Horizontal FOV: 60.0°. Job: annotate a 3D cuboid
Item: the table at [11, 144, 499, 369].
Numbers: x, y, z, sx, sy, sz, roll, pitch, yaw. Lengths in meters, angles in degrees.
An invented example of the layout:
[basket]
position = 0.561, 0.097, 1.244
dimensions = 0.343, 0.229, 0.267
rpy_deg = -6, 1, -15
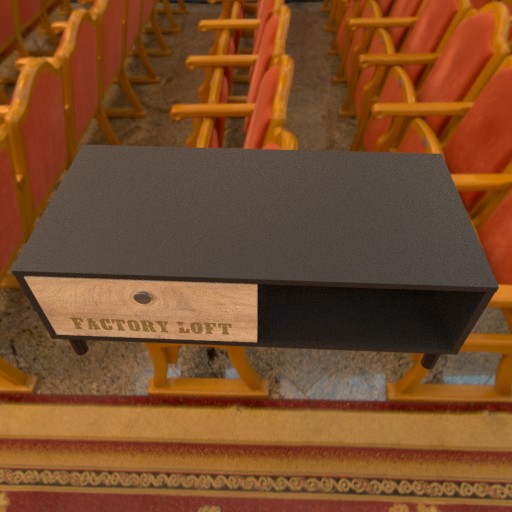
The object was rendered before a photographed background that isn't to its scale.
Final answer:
[table]
position = 0.000, 0.000, 1.322
dimensions = 1.100, 0.400, 0.550
rpy_deg = 2, 46, 2
